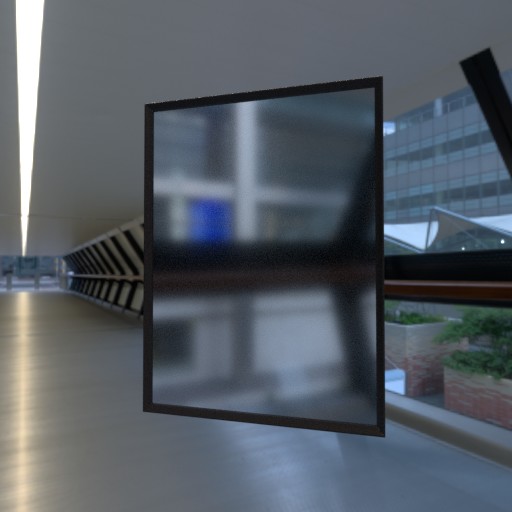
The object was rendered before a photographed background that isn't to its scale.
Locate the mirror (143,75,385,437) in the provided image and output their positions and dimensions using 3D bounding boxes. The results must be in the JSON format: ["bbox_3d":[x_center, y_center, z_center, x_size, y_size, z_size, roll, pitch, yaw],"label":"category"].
[{"bbox_3d":[0.000,0.000,1.371,0.762,1.016,0.041,0,-1,17],"label":"mirror"}]
